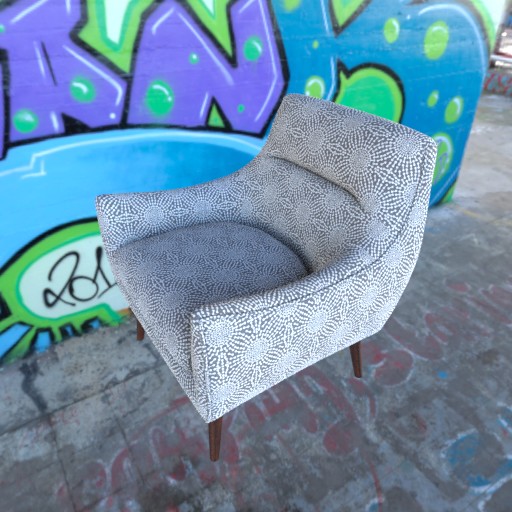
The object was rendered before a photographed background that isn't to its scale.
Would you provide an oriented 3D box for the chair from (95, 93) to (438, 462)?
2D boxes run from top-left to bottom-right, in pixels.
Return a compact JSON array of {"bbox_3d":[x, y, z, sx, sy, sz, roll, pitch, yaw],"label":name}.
[{"bbox_3d":[0.000,0.000,1.415,0.787,0.838,0.762,-19,37,-27],"label":"chair"}]
